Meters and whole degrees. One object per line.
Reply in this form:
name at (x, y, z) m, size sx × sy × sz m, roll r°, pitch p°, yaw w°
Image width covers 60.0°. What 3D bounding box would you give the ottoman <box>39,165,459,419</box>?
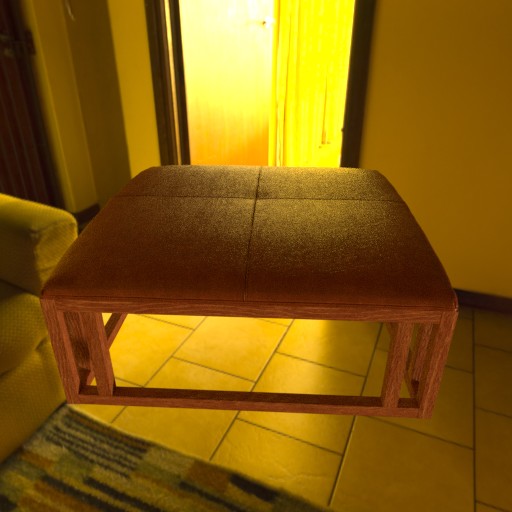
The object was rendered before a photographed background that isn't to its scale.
ottoman at (0.000, 0.000, 1.569) m, size 1.016 × 0.442 × 1.013 m, roll 1°, pitch 28°, yaw 3°
